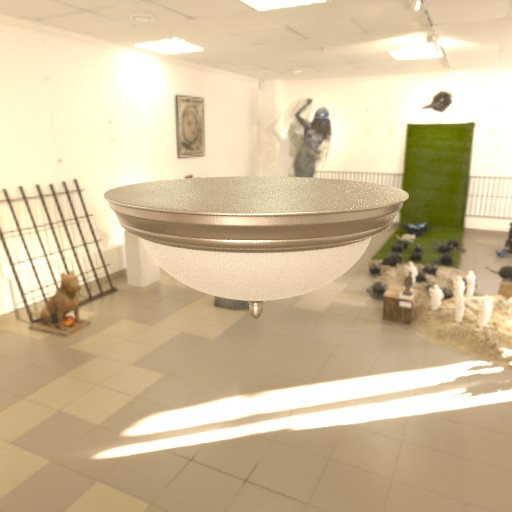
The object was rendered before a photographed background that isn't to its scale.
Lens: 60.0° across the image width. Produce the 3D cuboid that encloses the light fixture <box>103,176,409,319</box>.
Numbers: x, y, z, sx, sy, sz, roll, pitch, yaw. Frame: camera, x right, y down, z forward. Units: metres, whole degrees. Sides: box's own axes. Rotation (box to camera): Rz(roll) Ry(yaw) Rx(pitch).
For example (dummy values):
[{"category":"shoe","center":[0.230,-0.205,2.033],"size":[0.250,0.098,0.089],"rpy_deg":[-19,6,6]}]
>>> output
[{"category":"light fixture","center":[0.000,0.000,0.445],"size":[0.280,0.135,0.280],"rpy_deg":[0,15,0]}]
